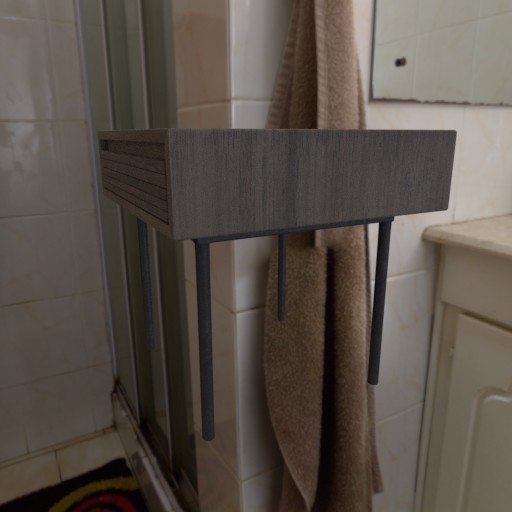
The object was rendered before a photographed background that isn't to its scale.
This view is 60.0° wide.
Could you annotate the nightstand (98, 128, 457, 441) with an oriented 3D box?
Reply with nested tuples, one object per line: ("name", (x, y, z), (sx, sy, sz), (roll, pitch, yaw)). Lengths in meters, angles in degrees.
("nightstand", (0.000, 0.000, 0.911), (0.503, 0.497, 0.502), (-8, 17, -27))
